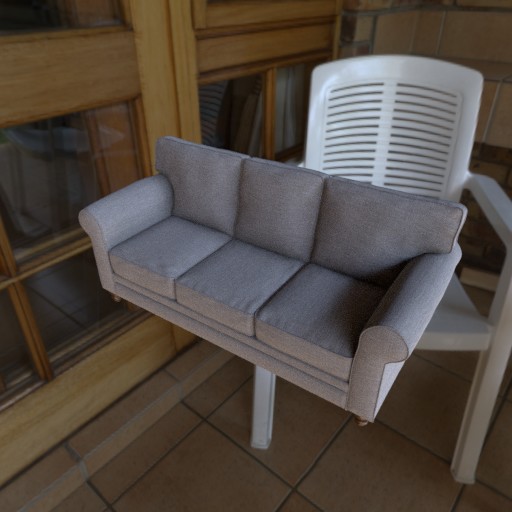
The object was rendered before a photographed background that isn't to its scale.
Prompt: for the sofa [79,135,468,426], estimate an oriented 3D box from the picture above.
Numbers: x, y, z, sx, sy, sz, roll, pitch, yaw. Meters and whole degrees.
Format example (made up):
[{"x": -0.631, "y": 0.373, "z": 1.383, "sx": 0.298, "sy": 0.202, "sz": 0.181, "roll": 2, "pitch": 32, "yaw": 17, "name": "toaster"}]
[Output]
[{"x": 0.000, "y": 0.000, "z": 2.625, "sx": 2.084, "sy": 0.961, "sz": 0.916, "roll": 20, "pitch": 38, "yaw": 28, "name": "sofa"}]
